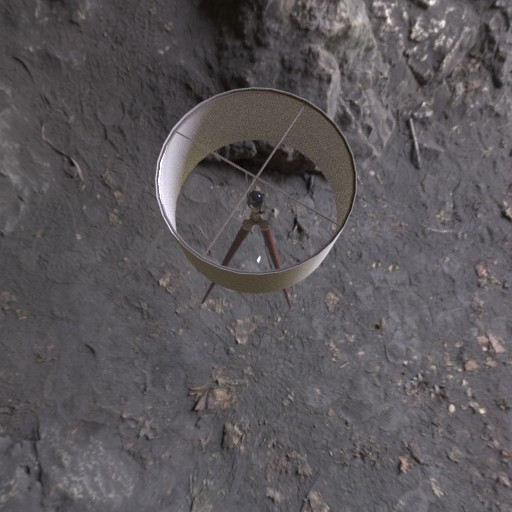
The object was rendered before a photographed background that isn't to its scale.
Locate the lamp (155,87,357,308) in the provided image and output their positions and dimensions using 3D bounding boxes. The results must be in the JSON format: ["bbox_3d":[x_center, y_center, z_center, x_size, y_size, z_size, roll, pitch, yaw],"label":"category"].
[{"bbox_3d":[0.000,0.000,1.811,0.483,1.553,0.483,31,78,7],"label":"lamp"}]
